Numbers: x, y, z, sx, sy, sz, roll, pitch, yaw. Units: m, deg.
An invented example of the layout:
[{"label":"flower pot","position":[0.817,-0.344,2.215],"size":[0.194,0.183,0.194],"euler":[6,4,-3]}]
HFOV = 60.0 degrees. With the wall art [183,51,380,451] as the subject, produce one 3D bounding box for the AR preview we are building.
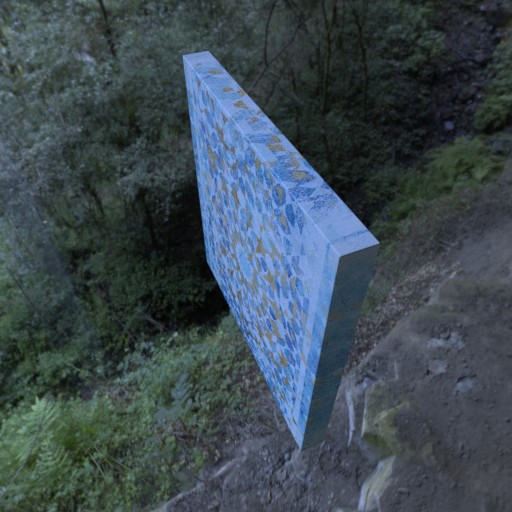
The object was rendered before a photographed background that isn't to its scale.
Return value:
[{"label":"wall art","position":[0.000,0.000,0.618],"size":[0.037,0.405,0.405],"euler":[-18,49,-16]}]
